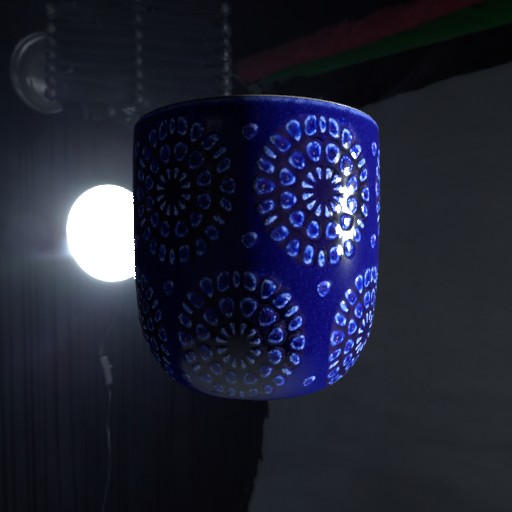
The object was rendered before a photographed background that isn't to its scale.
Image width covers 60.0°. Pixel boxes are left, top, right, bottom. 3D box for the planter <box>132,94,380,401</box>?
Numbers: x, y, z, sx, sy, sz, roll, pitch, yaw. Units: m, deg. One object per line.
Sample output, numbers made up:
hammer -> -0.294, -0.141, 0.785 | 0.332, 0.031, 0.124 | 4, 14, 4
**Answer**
planter -> 0.000, 0.000, 0.203 | 0.109, 0.112, 0.109 | 0, 1, 0
